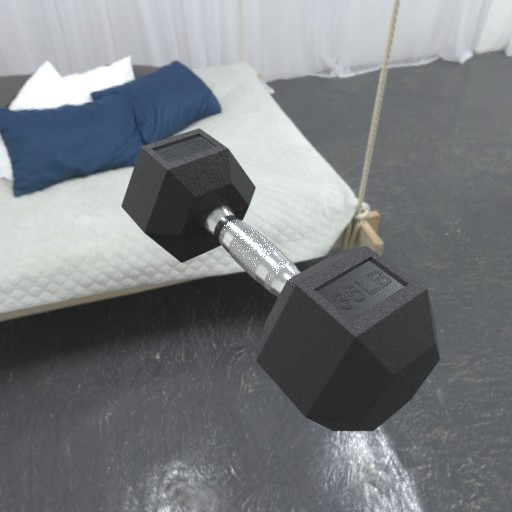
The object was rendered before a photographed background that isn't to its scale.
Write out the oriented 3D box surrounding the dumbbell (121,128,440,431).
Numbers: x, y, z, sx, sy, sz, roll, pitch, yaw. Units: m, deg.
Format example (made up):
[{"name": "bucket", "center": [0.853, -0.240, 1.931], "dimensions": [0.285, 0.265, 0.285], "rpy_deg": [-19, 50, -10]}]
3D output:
[{"name": "dumbbell", "center": [0.000, 0.000, 0.425], "dimensions": [0.141, 0.123, 0.356], "rpy_deg": [-26, 48, -26]}]
